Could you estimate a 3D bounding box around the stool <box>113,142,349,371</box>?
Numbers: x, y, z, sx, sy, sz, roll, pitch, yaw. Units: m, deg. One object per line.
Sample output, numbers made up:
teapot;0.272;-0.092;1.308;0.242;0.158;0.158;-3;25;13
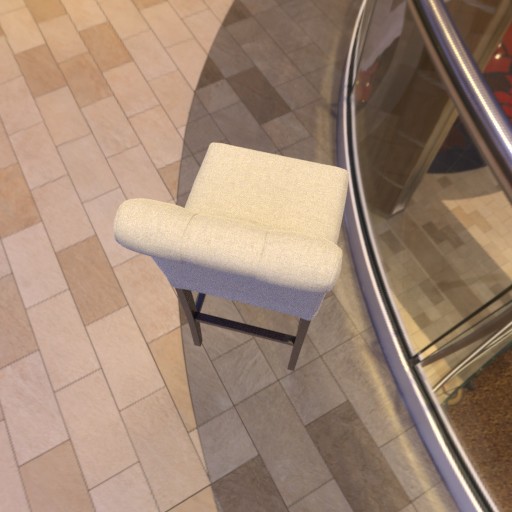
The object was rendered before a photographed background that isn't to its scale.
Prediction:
stool;0.000;0.000;1.474;0.493;1.140;0.601;13;65;6
